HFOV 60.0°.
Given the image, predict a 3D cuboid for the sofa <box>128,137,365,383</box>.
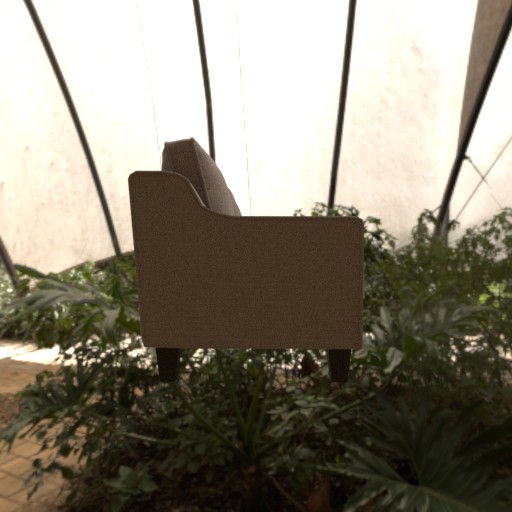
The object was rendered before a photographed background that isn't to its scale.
[{"bbox_3d":[0.000,0.000,2.662,0.899,0.950,2.129,0,-1,1],"label":"sofa"}]
